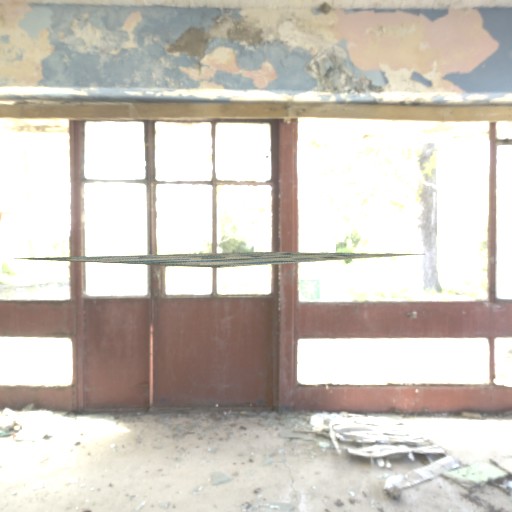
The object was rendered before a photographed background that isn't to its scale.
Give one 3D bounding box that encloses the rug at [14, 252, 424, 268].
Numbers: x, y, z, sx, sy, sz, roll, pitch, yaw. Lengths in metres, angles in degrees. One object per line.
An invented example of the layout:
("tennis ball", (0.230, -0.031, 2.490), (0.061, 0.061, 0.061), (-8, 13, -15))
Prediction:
("rug", (0.000, 0.000, 2.948), (1.507, 0.007, 2.433), (1, 2, 37))
